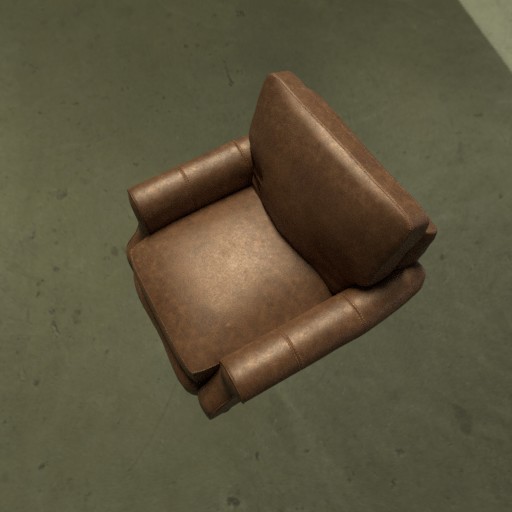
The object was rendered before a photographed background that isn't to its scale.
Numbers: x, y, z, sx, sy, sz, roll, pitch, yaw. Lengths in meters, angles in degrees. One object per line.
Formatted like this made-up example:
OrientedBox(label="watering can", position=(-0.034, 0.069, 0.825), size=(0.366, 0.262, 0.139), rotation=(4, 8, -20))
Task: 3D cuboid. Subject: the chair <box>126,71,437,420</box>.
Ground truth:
OrientedBox(label="chair", position=(0.000, 0.000, 1.807), size=(1.002, 0.976, 0.996), rotation=(-27, 66, -13))
